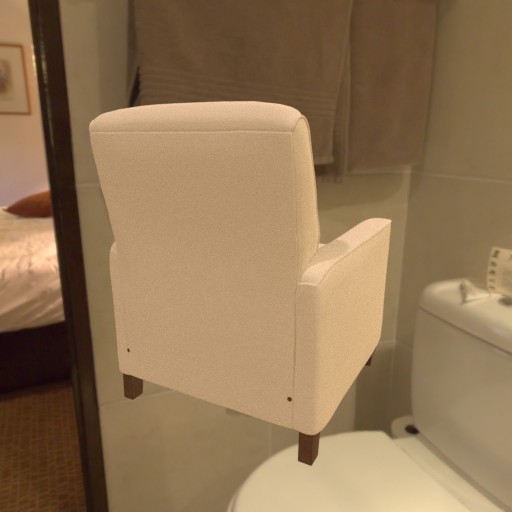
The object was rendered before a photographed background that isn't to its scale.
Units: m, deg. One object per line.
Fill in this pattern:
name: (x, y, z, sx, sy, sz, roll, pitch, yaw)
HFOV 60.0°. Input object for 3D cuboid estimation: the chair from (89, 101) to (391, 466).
chair: (0.000, 0.000, 1.633, 0.841, 1.028, 0.858, 8, 17, 27)
